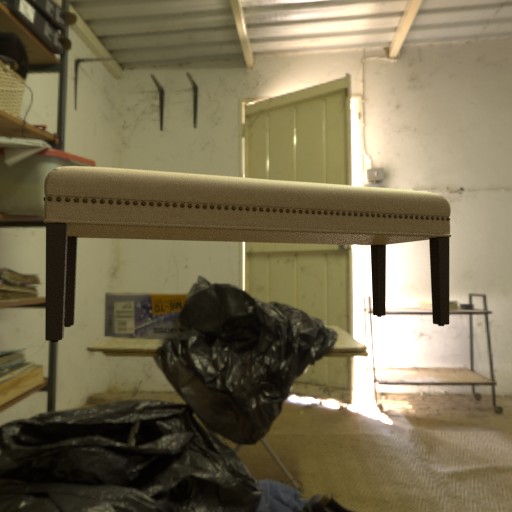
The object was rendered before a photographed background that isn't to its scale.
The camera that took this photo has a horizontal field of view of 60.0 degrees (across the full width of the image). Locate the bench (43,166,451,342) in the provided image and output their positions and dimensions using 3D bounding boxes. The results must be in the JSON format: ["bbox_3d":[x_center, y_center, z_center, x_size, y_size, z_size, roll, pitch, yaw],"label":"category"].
[{"bbox_3d":[0.000,0.000,1.449,1.219,0.457,0.410,1,-3,-18],"label":"bench"}]
